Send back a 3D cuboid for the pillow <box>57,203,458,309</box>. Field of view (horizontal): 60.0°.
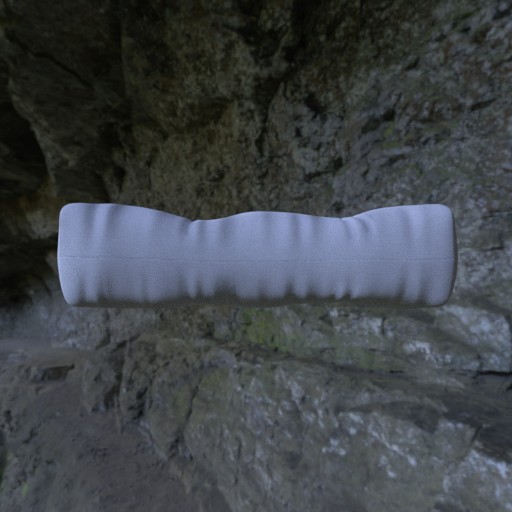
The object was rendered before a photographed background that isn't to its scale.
[{"bbox_3d":[0.000,0.000,0.727,0.468,0.128,0.490,0,0,0],"label":"pillow"}]
